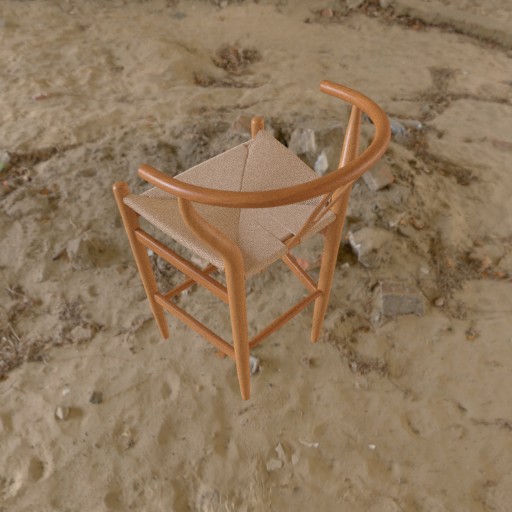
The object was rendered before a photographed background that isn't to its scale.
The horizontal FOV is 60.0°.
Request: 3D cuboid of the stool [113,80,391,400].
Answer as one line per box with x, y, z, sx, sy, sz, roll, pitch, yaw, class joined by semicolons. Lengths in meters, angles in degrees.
0.000;0.000;1.325;0.569;0.970;0.579;-33;56;-26;stool
